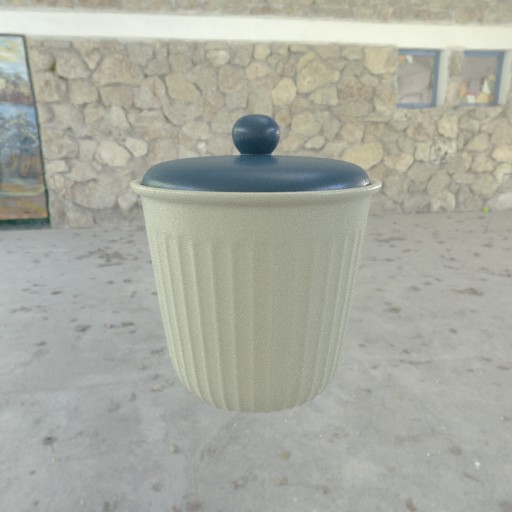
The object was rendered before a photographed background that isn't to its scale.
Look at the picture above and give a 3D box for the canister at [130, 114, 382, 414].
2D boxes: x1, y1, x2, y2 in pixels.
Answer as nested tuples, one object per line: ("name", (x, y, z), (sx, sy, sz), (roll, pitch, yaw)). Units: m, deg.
("canister", (0.000, 0.000, 0.345), (0.181, 0.211, 0.181), (0, 15, 0))
